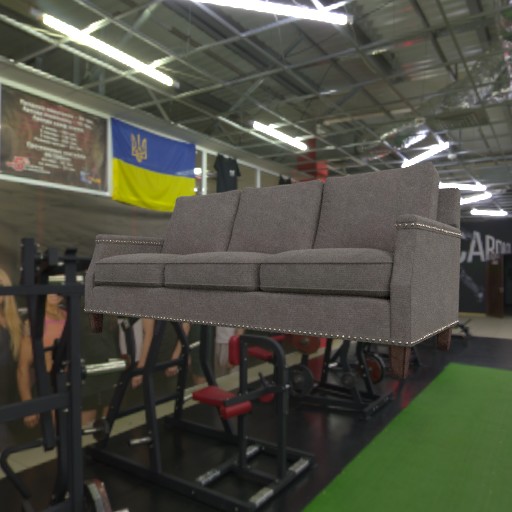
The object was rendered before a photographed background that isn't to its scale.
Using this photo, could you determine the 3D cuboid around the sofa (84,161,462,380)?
[{"bbox_3d":[0.000,0.000,2.794,2.226,1.042,1.034,-1,-1,36],"label":"sofa"}]
